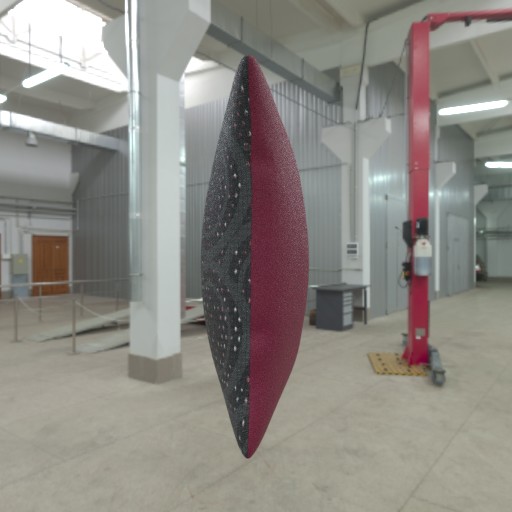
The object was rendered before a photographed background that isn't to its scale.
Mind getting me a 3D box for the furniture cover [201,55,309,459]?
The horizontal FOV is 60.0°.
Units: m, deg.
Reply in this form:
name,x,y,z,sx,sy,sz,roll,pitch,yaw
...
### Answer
name,x,y,z,sx,sy,sz,roll,pitch,yaw
furniture cover,0.000,0.000,0.826,0.193,0.509,0.552,0,0,2
